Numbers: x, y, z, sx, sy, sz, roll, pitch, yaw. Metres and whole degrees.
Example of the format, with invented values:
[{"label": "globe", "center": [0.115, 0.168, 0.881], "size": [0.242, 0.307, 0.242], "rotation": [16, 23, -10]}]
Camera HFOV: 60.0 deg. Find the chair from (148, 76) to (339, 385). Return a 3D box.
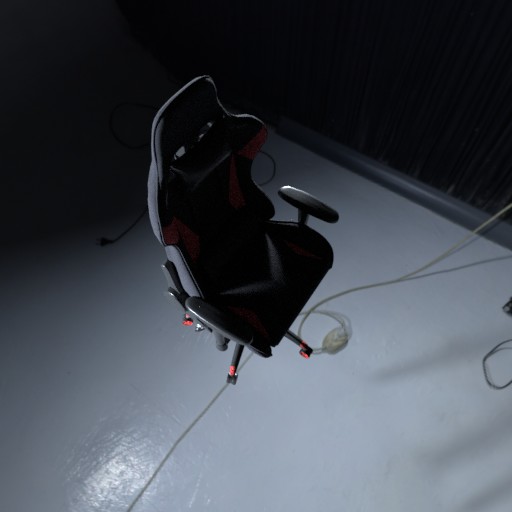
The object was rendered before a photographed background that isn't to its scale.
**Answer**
[{"label": "chair", "center": [0.000, 0.000, 1.746], "size": [0.658, 1.326, 0.695], "rotation": [30, 63, 17]}]
